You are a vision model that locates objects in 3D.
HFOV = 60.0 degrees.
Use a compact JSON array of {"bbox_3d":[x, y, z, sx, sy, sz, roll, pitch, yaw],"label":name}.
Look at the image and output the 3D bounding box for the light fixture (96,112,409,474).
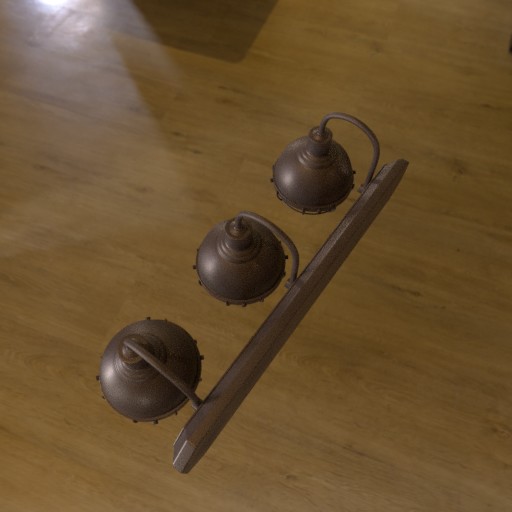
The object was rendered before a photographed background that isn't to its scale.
[{"bbox_3d":[0.000,0.000,0.731,0.229,0.254,0.634,33,68,16],"label":"light fixture"}]
